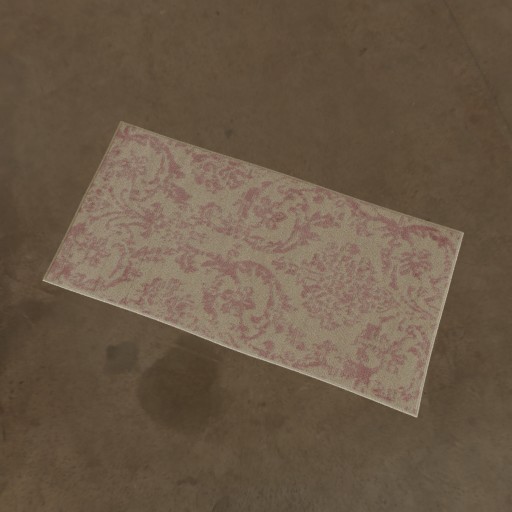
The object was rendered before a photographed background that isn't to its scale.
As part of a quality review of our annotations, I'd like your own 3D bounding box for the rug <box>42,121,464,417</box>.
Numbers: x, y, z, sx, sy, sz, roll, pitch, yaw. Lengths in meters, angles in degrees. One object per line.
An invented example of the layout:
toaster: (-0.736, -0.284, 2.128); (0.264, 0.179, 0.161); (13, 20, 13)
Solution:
rug: (0.000, 0.000, 1.421); (1.219, 0.007, 0.604); (19, 76, 5)
